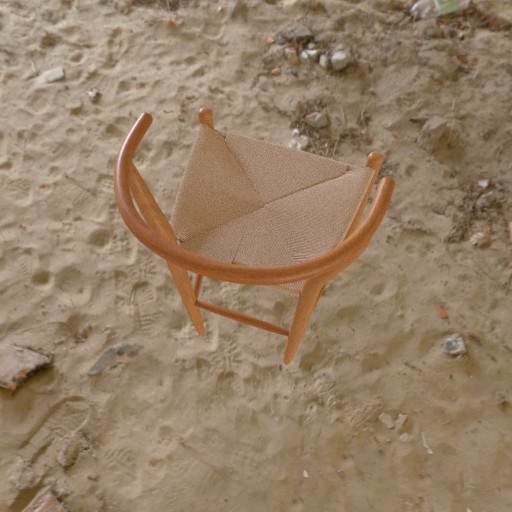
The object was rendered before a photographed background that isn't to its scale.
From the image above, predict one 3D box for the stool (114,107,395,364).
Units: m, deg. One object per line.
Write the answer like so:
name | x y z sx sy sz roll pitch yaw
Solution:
stool | 0.000 0.000 1.305 0.569 0.970 0.579 17 64 8
